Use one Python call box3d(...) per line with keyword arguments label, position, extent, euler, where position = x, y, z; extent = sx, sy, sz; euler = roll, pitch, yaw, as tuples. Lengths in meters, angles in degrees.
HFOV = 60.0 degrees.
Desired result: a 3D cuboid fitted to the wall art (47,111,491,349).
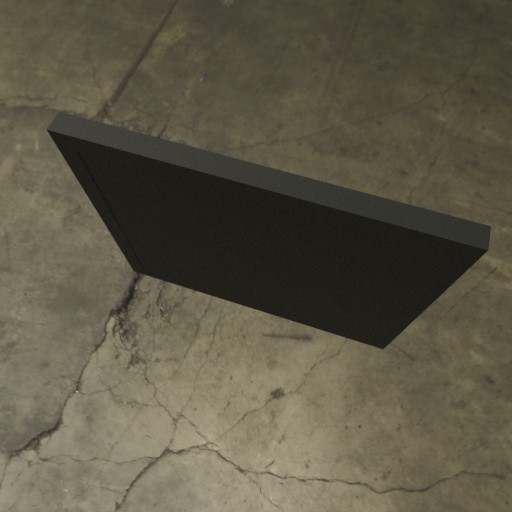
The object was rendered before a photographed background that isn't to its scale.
box3d(label="wall art", position=(0.000, 0.000, 0.539), extent=(0.404, 0.329, 0.024), euler=(16, 65, 8))
